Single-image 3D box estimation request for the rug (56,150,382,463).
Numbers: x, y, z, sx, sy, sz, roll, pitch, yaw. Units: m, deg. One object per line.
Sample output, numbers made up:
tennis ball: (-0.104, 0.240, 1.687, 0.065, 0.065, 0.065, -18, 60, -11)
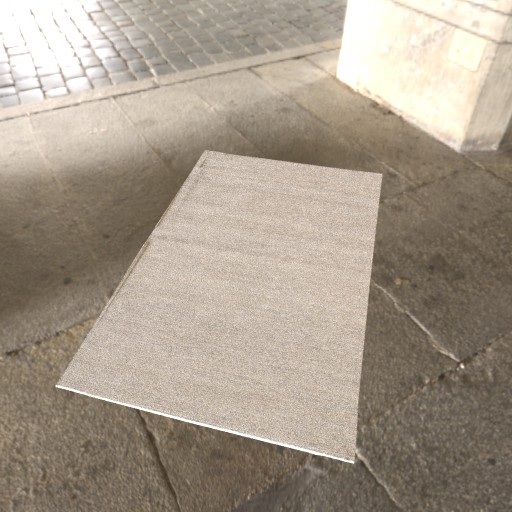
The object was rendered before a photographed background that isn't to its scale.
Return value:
rug: (0.000, 0.000, 2.272, 1.179, 0.022, 1.820, 10, 46, 10)
